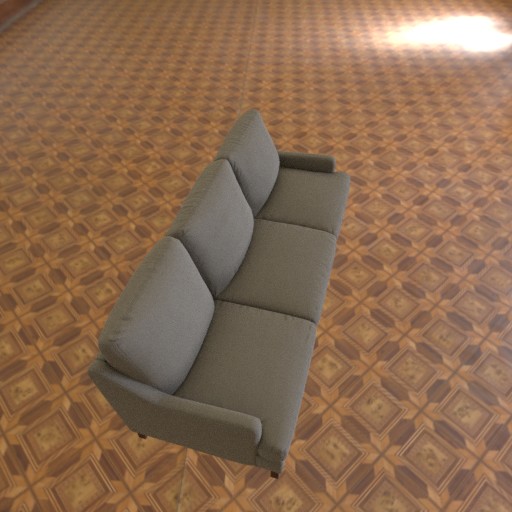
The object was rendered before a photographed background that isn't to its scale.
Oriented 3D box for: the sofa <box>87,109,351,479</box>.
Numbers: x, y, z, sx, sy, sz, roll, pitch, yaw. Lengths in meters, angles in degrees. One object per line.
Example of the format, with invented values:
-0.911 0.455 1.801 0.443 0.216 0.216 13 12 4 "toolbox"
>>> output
0.000 0.000 2.896 0.987 0.926 2.344 12 47 11 "sofa"
